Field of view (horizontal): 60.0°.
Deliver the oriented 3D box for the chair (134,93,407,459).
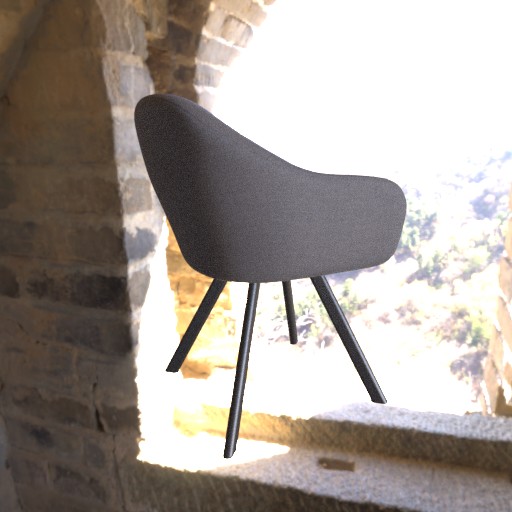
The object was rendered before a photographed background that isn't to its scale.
[{"bbox_3d":[0.000,0.000,1.170,0.570,0.780,0.540,-7,16,-27],"label":"chair"}]
